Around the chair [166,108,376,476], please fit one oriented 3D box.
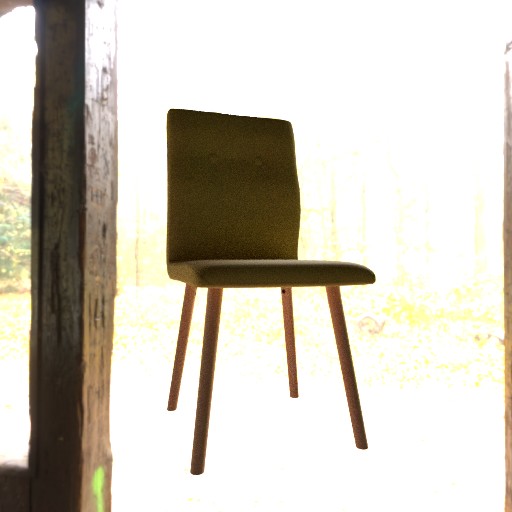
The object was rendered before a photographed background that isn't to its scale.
[{"bbox_3d":[0.000,0.000,1.260,0.450,0.965,0.550,0,-1,-18],"label":"chair"}]
